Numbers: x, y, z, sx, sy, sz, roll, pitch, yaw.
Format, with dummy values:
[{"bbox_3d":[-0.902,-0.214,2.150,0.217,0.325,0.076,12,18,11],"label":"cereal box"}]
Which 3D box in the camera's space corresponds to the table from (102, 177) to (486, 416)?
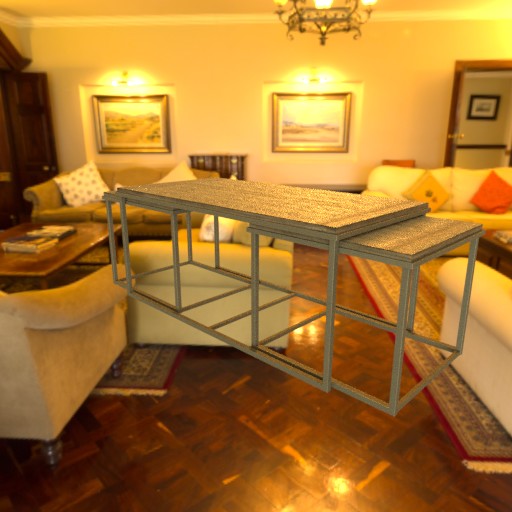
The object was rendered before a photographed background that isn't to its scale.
[{"bbox_3d":[0.000,0.000,1.532,1.312,0.427,0.489,15,22,42],"label":"table"}]
